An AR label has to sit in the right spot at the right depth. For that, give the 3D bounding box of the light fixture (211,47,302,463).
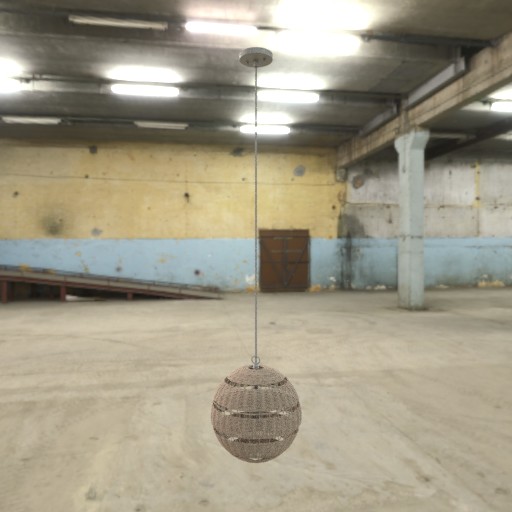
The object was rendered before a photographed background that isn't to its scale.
[{"bbox_3d":[0.000,0.000,2.227,0.457,2.019,0.457,0,0,20],"label":"light fixture"}]
